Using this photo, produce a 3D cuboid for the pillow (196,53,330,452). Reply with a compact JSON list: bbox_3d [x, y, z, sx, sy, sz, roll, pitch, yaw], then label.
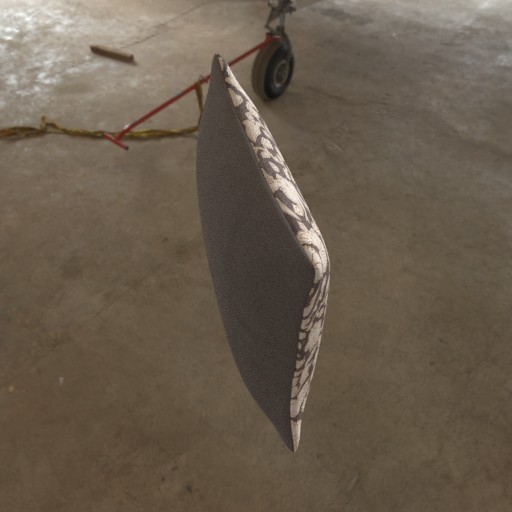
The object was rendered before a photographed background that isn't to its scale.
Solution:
[{"bbox_3d":[0.000,0.000,0.793,0.166,0.507,0.526,-11,48,-10],"label":"pillow"}]
